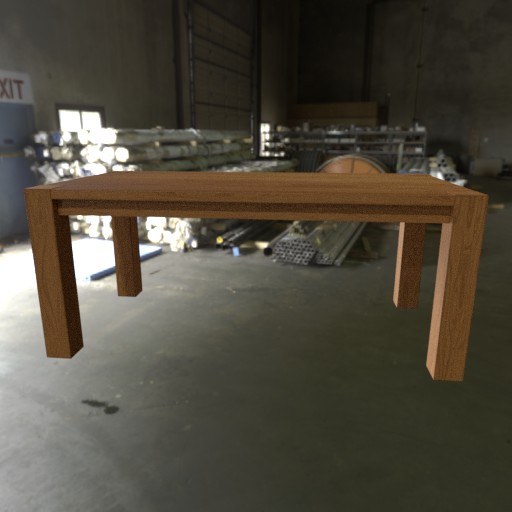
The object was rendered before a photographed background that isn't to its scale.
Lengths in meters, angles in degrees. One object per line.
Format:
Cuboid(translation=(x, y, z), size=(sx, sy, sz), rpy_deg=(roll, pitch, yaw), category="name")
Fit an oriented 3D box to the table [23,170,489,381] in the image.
Cuboid(translation=(0.000, 0.000, 2.233), size=(1.800, 0.760, 0.900), rpy_deg=(2, 16, 6), category="table")
